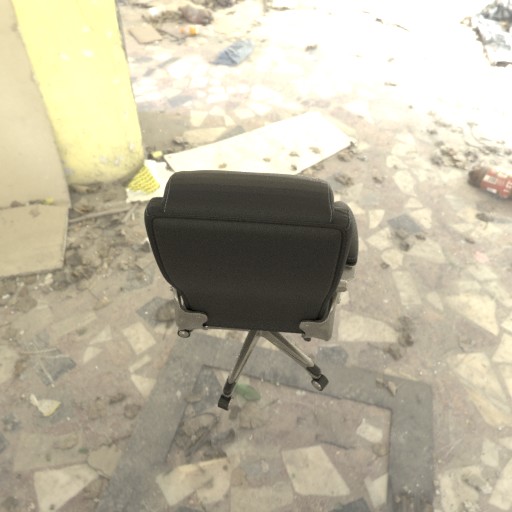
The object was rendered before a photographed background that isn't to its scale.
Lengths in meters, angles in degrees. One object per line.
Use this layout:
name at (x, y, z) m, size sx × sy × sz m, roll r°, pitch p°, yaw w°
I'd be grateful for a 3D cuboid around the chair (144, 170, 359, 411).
chair at (0.000, 0.000, 1.673) m, size 0.741 × 1.167 × 0.784 m, roll 4°, pitch 47°, yaw 4°
